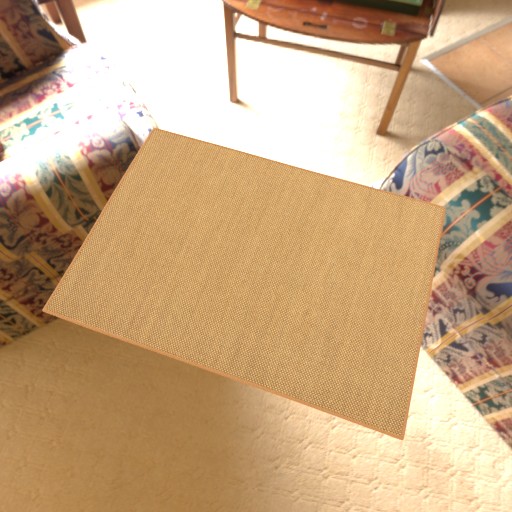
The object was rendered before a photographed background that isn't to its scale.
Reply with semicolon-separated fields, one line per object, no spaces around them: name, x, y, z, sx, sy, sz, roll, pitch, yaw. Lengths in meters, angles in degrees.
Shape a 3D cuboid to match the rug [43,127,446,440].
rug;0.000;0.000;2.764;2.134;0.013;1.524;17;64;9
